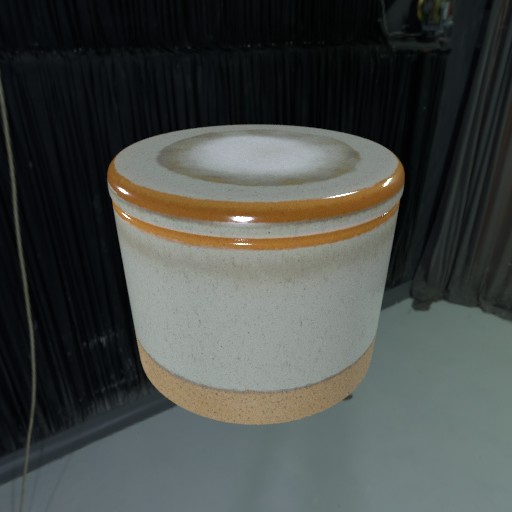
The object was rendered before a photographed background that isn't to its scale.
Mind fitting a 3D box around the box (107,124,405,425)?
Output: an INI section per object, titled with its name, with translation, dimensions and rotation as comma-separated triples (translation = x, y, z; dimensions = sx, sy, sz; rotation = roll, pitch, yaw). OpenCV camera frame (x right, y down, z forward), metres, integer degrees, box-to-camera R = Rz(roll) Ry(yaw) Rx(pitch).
[box]
translation = 0.000, 0.000, 0.211
dimensions = 0.123, 0.100, 0.123
rotation = 0, 28, 0
